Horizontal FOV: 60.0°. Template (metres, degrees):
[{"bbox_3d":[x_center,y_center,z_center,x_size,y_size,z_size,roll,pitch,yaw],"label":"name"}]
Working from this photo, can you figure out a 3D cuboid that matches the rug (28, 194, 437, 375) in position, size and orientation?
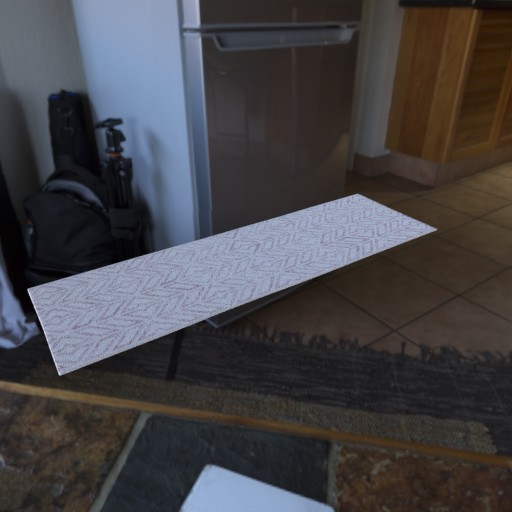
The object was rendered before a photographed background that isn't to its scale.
[{"bbox_3d":[0.000,0.000,2.680,2.435,0.009,0.750,-18,35,-28],"label":"rug"}]
